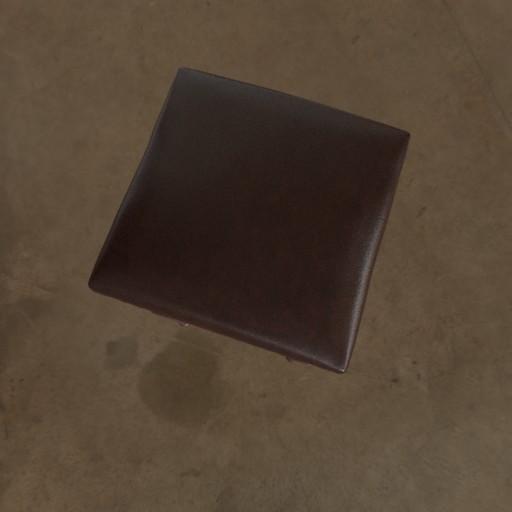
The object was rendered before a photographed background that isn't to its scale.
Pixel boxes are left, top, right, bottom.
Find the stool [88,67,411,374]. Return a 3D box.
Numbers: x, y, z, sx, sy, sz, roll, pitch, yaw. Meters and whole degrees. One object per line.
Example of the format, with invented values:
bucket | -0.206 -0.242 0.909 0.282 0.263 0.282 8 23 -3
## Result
stool | 0.000 0.000 0.940 0.383 0.702 0.382 18 77 4
